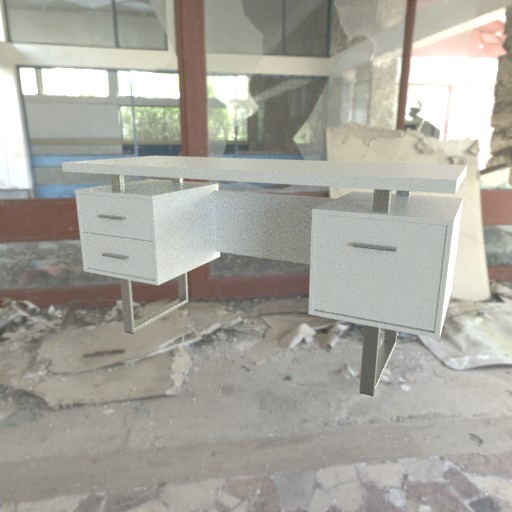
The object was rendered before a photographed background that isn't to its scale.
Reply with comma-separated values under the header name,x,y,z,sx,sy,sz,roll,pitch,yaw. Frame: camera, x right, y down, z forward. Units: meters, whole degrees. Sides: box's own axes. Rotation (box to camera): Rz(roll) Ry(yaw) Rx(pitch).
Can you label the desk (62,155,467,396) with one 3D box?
name,x,y,z,sx,sy,sz,roll,pitch,yaw
desk,0.000,0.000,1.892,1.530,0.773,0.603,8,18,26
